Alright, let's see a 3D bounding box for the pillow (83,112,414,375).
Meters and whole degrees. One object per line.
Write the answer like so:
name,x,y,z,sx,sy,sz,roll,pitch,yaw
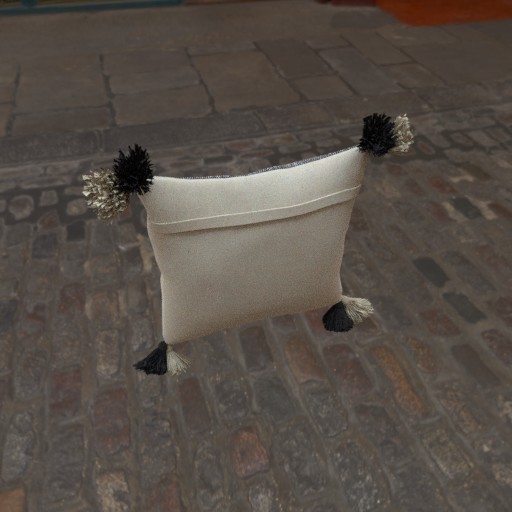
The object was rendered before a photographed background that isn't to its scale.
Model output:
pillow,0.000,0.000,1.002,0.654,0.659,0.170,-11,44,-12
